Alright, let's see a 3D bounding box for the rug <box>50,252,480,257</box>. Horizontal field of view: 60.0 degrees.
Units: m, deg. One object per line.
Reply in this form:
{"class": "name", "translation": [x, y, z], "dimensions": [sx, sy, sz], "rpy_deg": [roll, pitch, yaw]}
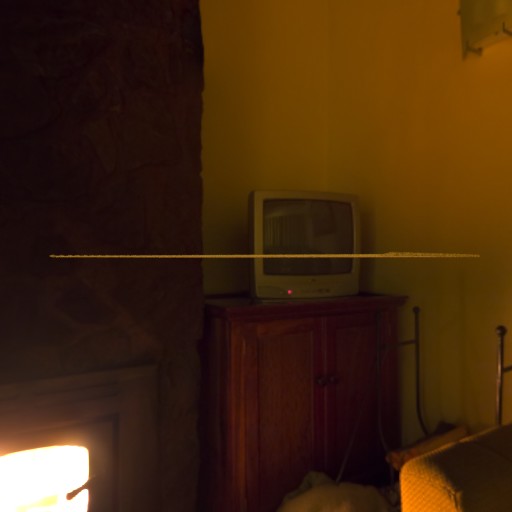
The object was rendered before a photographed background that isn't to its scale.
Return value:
{"class": "rug", "translation": [0.000, 0.000, 2.237], "dimensions": [1.875, 0.013, 1.162], "rpy_deg": [0, 0, 37]}
